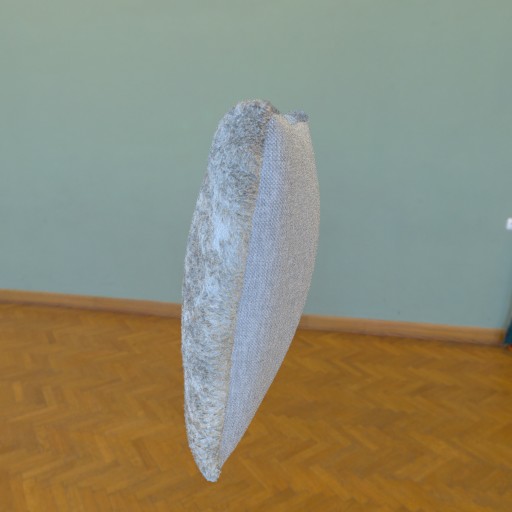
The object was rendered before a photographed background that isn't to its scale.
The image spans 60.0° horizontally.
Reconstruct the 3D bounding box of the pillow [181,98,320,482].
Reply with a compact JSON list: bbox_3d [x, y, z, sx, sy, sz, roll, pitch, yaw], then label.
[{"bbox_3d":[0.000,0.000,0.787,0.218,0.515,0.529,3,16,10],"label":"pillow"}]
